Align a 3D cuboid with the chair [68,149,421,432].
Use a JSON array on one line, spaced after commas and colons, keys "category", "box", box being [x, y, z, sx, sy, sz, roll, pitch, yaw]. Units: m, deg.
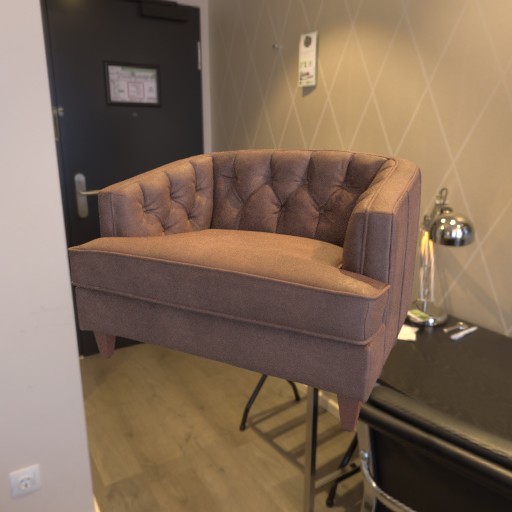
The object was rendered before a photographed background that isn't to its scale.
[{"category": "chair", "box": [0.000, 0.000, 1.704, 1.118, 0.787, 0.914, 8, 16, 27]}]
